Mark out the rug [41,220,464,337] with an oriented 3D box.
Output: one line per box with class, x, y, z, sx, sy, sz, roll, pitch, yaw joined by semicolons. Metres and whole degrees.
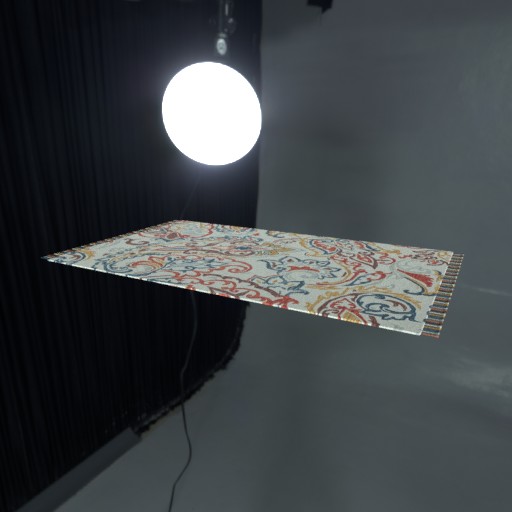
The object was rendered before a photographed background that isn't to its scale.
rug;0.000;0.000;3.129;2.584;0.010;1.523;8;18;27
